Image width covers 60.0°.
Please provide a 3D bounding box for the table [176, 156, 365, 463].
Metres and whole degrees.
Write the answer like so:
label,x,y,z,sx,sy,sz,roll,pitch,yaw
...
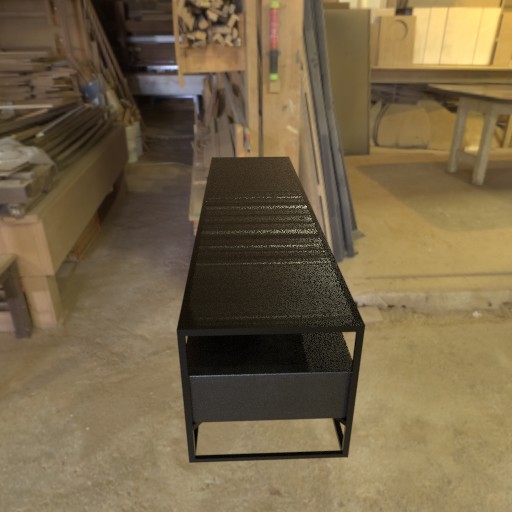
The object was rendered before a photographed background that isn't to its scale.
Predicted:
label,x,y,z,sx,sy,sz,roll,pitch,yaw
table,0.000,0.000,1.674,0.399,0.395,1.486,-1,26,-2
